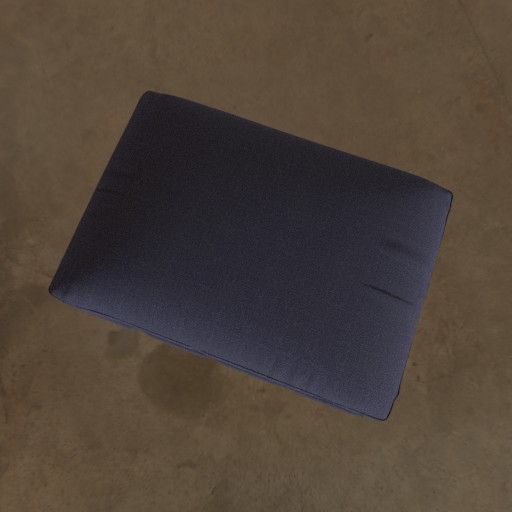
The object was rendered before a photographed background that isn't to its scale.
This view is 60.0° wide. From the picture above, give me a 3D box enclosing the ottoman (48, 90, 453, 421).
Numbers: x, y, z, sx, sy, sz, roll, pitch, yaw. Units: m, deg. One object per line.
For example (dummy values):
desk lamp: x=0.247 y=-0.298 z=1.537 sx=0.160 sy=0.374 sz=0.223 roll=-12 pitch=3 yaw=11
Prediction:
ottoman: x=0.000 y=0.000 z=1.117 sx=0.767 sy=0.486 sz=0.558 roll=20 pitch=77 yaw=5
